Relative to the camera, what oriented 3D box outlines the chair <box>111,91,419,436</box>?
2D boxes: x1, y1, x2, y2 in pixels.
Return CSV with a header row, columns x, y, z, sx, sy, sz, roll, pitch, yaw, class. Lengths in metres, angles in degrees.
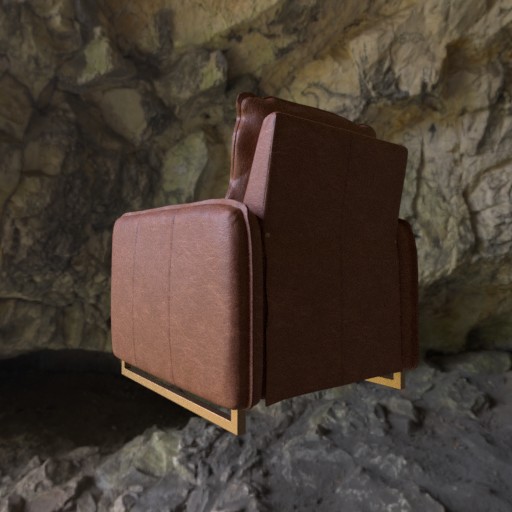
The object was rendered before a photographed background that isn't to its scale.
x,y,z,sx,sy,sz,roll,pitch,yaw,class
0.000,0.000,1.640,0.830,0.922,0.922,1,-2,-37,chair
